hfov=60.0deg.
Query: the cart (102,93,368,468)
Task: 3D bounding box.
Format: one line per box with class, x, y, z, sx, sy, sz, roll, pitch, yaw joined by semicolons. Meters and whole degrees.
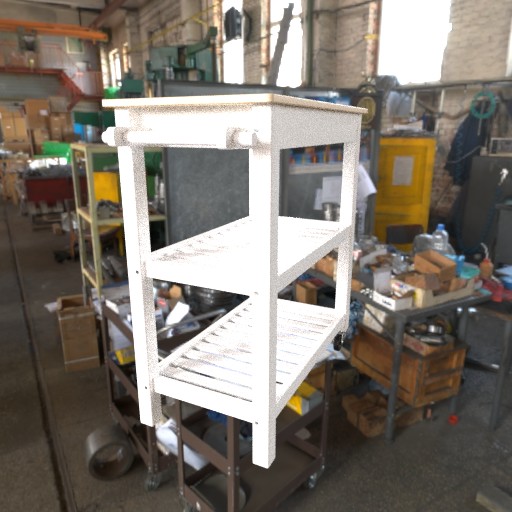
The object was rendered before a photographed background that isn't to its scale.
cart;0.000;0.000;1.435;0.457;0.927;0.899;8;18;25
